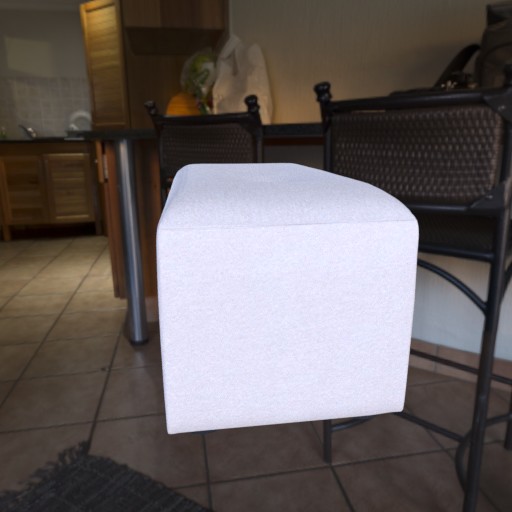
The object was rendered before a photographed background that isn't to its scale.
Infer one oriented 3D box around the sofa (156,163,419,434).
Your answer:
[{"bbox_3d":[0.000,0.000,1.231,0.480,0.470,0.930,-2,15,-8],"label":"sofa"}]
